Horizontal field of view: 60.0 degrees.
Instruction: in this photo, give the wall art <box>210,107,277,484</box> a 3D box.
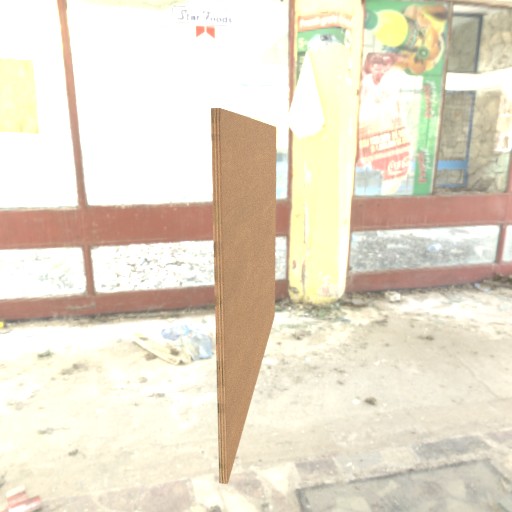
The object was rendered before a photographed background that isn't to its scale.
[{"bbox_3d":[0.000,0.000,0.698,0.010,0.408,0.508,2,14,8],"label":"wall art"}]
